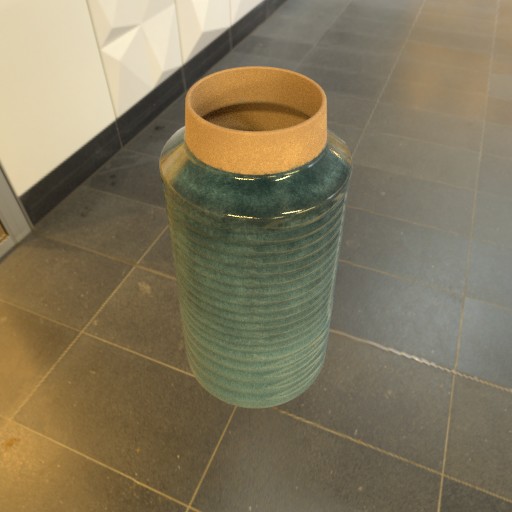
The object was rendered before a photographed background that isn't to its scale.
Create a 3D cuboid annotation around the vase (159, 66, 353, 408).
[{"bbox_3d":[0.000,0.000,0.416,0.163,0.316,0.163,0,46,0],"label":"vase"}]
